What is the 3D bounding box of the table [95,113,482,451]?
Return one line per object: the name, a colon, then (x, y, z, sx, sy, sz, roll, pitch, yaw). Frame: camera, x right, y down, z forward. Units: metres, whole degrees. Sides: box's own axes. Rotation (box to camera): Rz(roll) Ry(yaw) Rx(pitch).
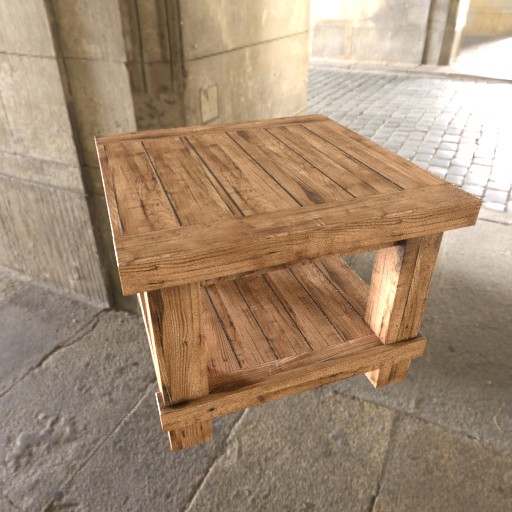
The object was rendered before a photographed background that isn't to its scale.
table: (0.000, 0.000, 1.038, 0.610, 0.457, 0.610, -11, 34, -17)
